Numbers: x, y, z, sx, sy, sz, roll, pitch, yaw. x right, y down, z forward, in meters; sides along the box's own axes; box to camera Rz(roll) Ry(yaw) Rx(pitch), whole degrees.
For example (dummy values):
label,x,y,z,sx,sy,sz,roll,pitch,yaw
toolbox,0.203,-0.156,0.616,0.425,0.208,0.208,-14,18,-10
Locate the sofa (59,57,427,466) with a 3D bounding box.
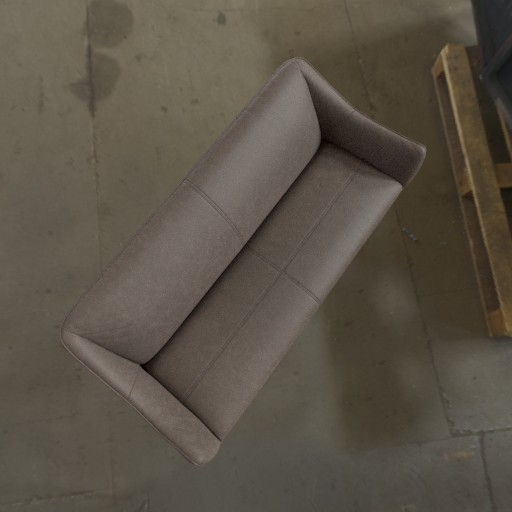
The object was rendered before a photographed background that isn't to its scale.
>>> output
label,x,y,z,sx,sy,sz,roll,pitch,yaw
sofa,0.000,0.000,2.370,0.869,0.831,1.928,36,78,9
